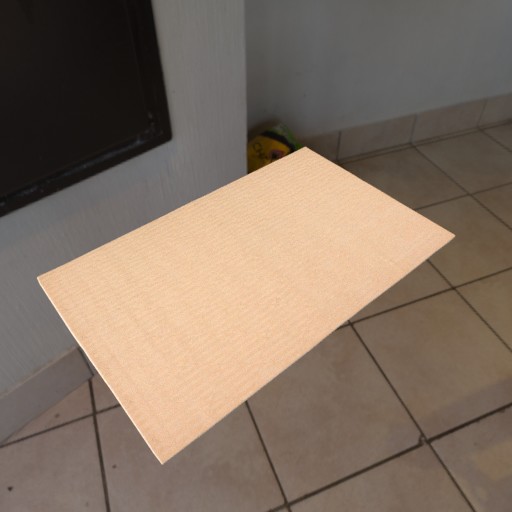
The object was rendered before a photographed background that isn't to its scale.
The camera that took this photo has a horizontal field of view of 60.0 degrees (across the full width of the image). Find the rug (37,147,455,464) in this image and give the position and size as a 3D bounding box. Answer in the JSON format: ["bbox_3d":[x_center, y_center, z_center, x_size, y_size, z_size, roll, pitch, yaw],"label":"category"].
[{"bbox_3d":[0.000,0.000,3.005,2.441,0.014,1.531,-31,53,-27],"label":"rug"}]
